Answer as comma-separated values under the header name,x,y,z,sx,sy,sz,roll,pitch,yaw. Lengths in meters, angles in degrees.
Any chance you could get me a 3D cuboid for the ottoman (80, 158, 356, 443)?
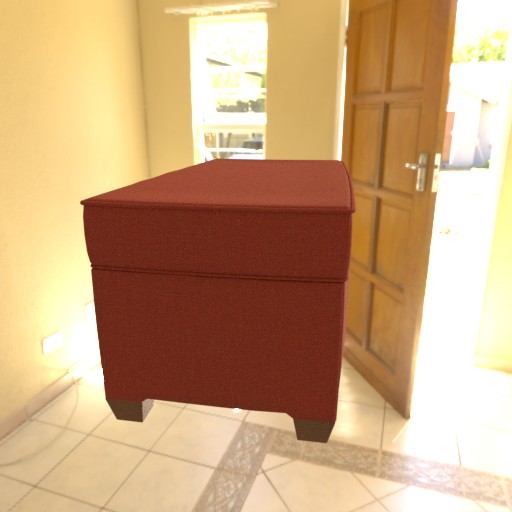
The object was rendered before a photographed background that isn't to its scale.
name,x,y,z,sx,sy,sz,roll,pitch,yaw
ottoman,0.000,0.000,1.222,0.497,0.454,0.948,3,17,9
